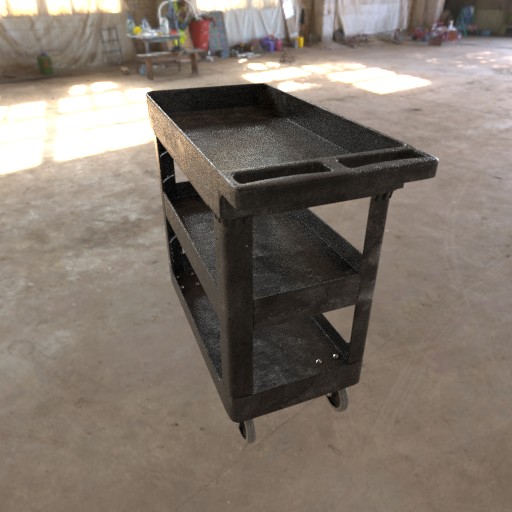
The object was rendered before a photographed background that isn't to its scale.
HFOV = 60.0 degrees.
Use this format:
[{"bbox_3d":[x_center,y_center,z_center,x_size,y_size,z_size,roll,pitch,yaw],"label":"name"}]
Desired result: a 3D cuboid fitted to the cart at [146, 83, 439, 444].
[{"bbox_3d":[0.000,0.000,1.334,0.420,0.824,0.877,-12,33,-19],"label":"cart"}]
